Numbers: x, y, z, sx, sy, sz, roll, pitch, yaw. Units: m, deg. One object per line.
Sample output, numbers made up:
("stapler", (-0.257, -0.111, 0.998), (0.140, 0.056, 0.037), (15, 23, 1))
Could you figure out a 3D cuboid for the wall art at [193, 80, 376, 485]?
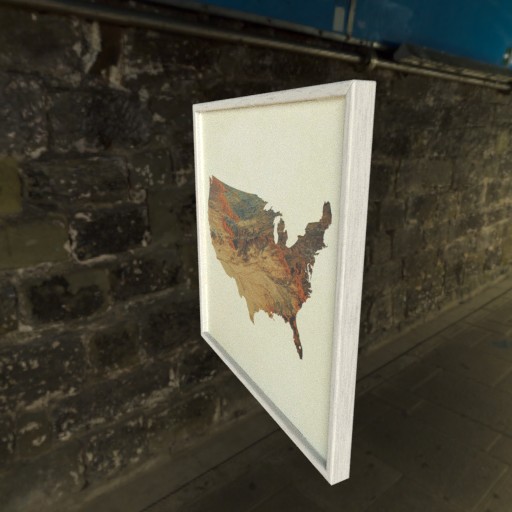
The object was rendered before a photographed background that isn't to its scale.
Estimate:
("wall art", (0.000, 0.000, 1.898), (0.078, 1.288, 1.287), (-8, 18, -26))
